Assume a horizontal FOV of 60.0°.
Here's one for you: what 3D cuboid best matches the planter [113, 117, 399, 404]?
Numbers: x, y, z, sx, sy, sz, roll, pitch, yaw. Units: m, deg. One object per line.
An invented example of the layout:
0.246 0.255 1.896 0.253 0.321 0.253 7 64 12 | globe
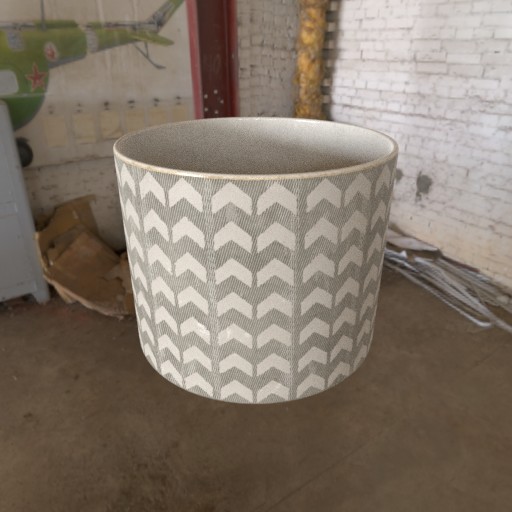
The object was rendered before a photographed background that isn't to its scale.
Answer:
0.000 0.000 0.346 0.190 0.181 0.190 0 26 0 | planter
